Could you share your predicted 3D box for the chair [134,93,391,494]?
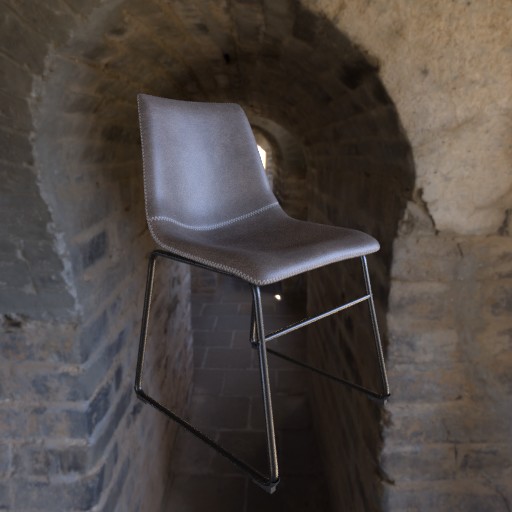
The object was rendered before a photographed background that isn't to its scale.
[{"bbox_3d":[0.000,0.000,1.101,0.550,0.780,0.460,13,18,43],"label":"chair"}]
